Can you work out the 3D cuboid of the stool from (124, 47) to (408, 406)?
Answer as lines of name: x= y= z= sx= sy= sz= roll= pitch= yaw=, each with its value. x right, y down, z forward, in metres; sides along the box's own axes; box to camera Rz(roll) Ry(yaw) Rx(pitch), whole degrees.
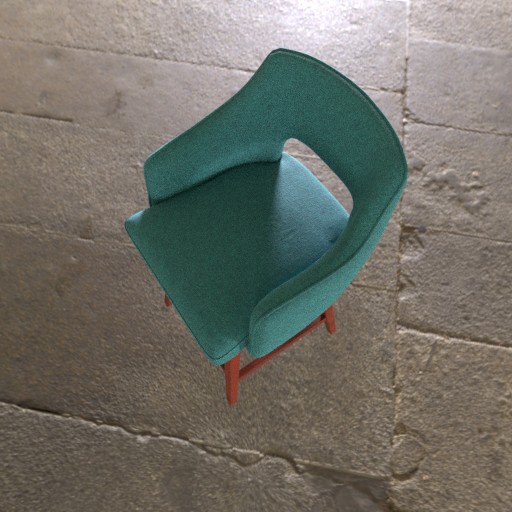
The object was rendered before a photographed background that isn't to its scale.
stool: x=0.000 y=0.000 z=1.281 sx=0.556 sy=0.961 sz=0.548 roll=-32 pitch=68 yaw=-15
